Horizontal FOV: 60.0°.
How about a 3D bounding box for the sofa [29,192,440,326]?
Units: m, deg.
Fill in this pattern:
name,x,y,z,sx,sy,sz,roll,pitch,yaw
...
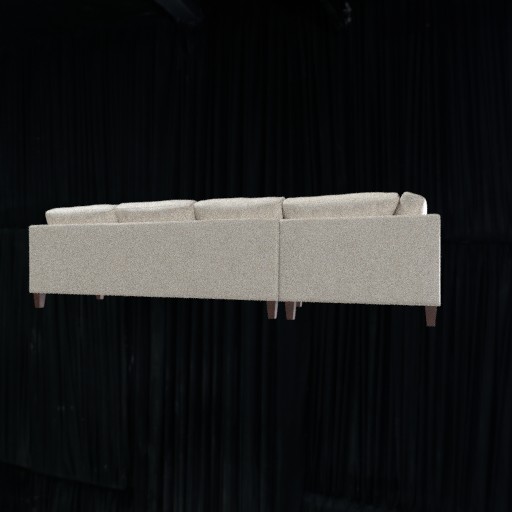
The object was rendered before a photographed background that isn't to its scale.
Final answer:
name,x,y,z,sx,sy,sz,roll,pitch,yaw
sofa,0.000,0.000,4.311,3.182,0.863,2.432,0,0,19
